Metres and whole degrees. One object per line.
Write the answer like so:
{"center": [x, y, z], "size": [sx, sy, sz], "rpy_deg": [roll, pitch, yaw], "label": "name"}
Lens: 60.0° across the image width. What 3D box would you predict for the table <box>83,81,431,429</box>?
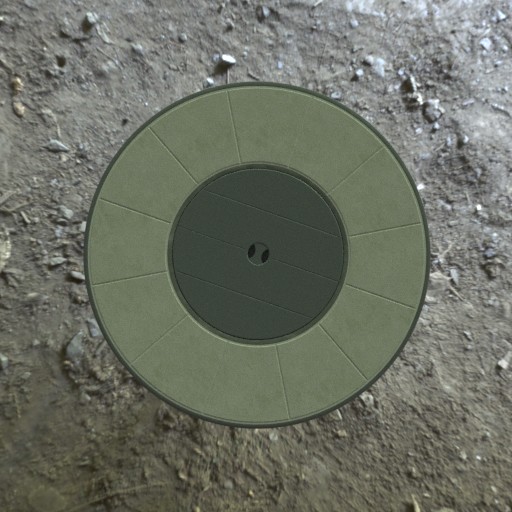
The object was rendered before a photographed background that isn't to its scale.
{"center": [0.000, 0.000, 1.490], "size": [0.914, 0.650, 0.914], "rpy_deg": [0, 89, -1], "label": "table"}
